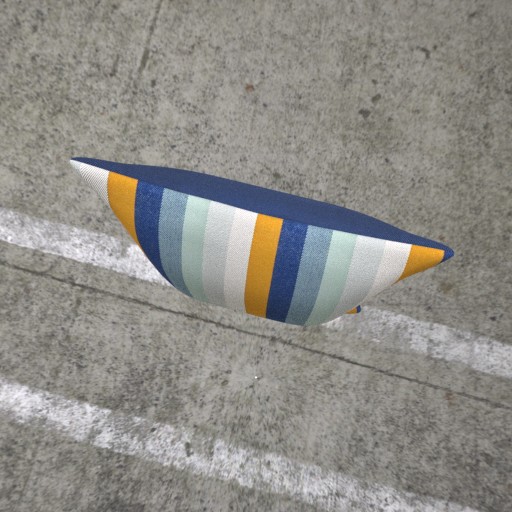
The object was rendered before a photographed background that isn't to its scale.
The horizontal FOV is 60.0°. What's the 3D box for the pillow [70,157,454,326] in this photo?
[{"bbox_3d":[0.000,0.000,0.732,0.463,0.454,0.173,14,75,4],"label":"pillow"}]
